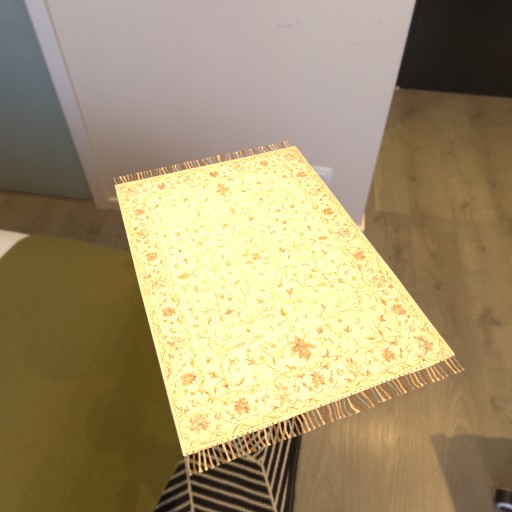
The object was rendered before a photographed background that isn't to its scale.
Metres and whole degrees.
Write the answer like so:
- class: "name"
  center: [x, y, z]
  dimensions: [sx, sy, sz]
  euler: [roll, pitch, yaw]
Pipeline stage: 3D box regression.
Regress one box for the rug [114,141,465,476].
- class: "rug"
  center: [0.000, 0.000, 2.323]
  dimensions: [1.218, 0.017, 1.861]
  euler: [-15, 49, -14]
